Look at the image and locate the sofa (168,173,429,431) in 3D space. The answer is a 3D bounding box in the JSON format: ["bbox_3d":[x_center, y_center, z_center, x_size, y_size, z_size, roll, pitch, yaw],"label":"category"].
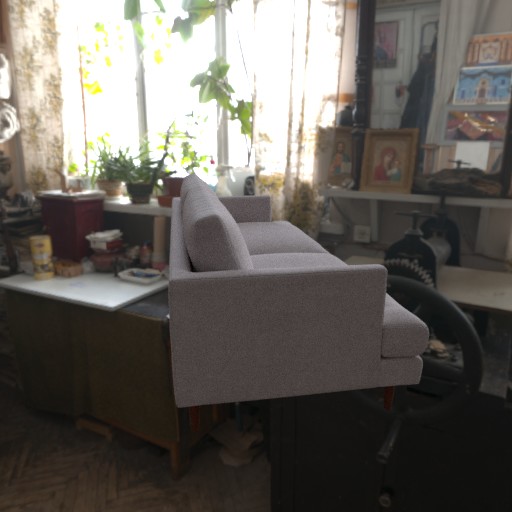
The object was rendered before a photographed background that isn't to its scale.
[{"bbox_3d":[0.000,0.000,2.736,1.020,0.868,2.250,-3,15,-10],"label":"sofa"}]
